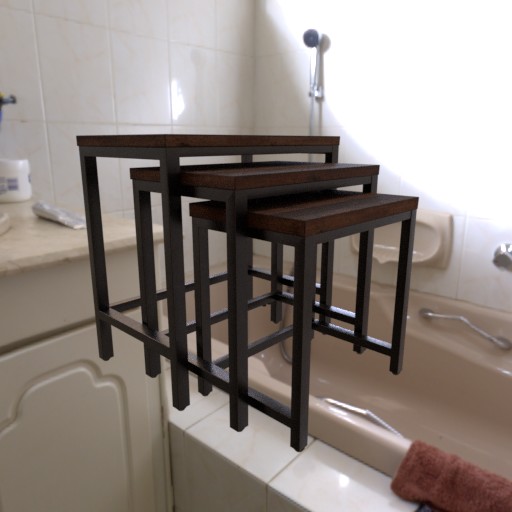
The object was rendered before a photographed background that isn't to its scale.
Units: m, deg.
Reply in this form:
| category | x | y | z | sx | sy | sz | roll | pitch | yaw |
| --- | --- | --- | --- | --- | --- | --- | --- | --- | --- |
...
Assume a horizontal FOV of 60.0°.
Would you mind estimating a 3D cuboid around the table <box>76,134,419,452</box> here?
| category | x | y | z | sx | sy | sz | roll | pitch | yaw |
| --- | --- | --- | --- | --- | --- | --- | --- | --- | --- |
| table | 0.000 | 0.000 | 1.173 | 0.660 | 0.616 | 0.608 | 13 | 20 | 42 |
